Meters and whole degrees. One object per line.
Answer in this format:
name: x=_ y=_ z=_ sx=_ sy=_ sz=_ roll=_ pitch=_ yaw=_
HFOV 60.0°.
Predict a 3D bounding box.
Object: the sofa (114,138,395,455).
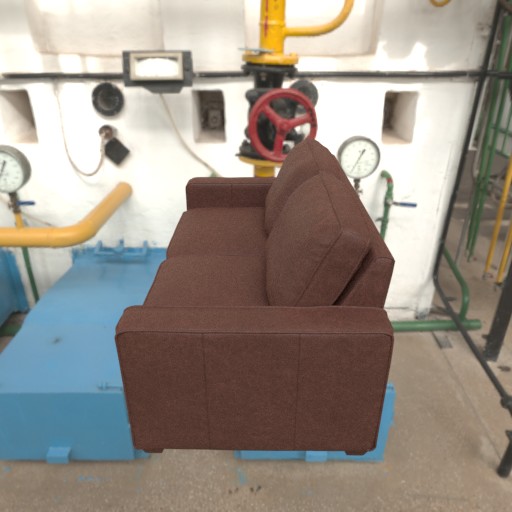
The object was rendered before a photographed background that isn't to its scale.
sofa: x=0.000 y=0.000 z=2.242 sx=0.947 sy=0.918 sz=1.709 roll=0 pitch=27 yaw=1
